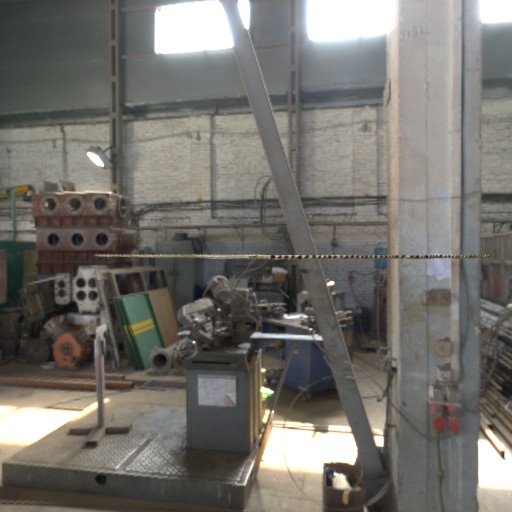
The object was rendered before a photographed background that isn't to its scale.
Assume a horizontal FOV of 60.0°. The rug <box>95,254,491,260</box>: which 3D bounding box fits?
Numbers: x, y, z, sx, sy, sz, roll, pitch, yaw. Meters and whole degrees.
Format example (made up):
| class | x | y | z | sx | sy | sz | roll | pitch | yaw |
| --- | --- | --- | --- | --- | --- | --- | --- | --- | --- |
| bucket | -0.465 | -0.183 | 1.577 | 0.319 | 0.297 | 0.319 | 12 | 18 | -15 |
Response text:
| class | x | y | z | sx | sy | sz | roll | pitch | yaw |
| --- | --- | --- | --- | --- | --- | --- | --- | --- | --- |
| rug | 0.000 | 0.000 | 3.015 | 1.530 | 0.025 | 2.431 | 0 | 0 | -34 |
